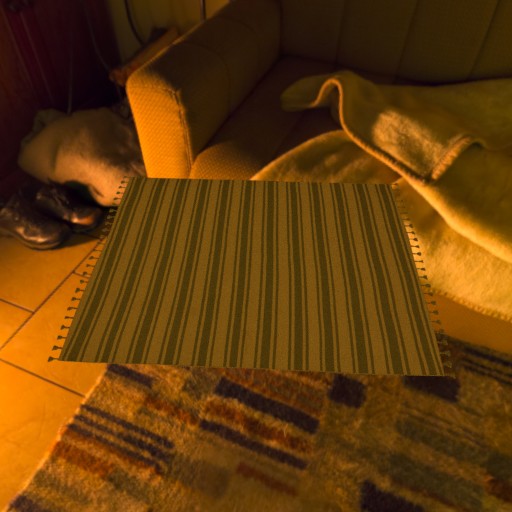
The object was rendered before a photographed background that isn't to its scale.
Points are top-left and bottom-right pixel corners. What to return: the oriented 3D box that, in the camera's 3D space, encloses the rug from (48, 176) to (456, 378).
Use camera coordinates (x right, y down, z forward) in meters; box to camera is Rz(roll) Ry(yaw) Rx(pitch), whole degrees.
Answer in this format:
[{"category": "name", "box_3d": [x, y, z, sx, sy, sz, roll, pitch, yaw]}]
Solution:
[{"category": "rug", "box_3d": [0.000, 0.000, 4.266, 3.201, 0.005, 2.439, 2, 46, 2]}]
